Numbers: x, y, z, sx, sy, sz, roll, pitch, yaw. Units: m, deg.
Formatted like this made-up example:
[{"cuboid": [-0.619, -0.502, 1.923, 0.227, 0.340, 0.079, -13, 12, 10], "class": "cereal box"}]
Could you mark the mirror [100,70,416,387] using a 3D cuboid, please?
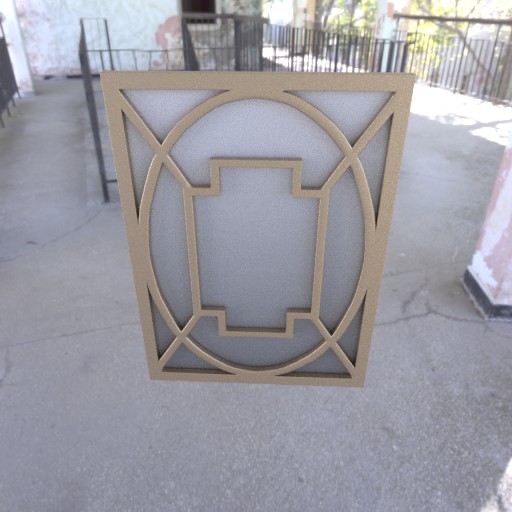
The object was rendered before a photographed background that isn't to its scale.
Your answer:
[{"cuboid": [0.000, 0.000, 1.325, 0.756, 1.023, 0.032, 1, 30, 2], "class": "mirror"}]
